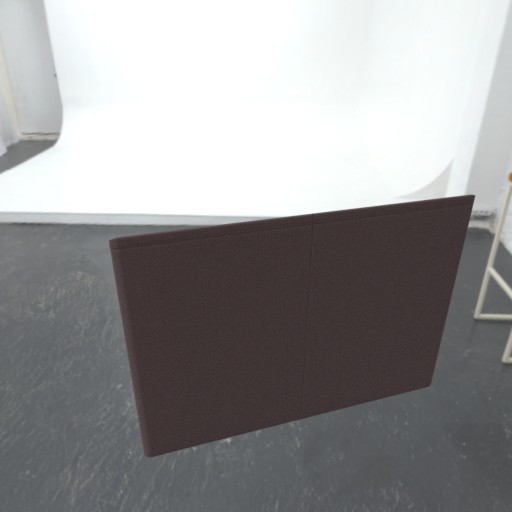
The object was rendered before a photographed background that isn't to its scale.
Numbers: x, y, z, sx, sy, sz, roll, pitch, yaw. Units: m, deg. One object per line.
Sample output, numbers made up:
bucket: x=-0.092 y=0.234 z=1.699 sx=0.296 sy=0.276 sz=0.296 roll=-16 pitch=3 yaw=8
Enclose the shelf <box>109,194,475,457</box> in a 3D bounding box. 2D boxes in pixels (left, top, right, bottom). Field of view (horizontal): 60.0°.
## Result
shelf: x=0.000 y=0.000 z=0.496 sx=0.292 sy=0.210 sz=0.292 roll=-8 pitch=28 yaw=-16
